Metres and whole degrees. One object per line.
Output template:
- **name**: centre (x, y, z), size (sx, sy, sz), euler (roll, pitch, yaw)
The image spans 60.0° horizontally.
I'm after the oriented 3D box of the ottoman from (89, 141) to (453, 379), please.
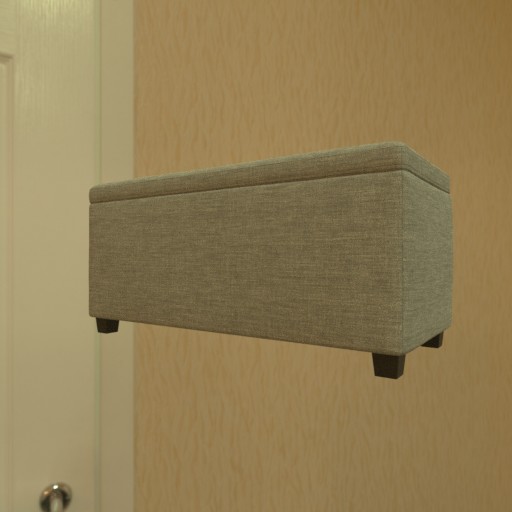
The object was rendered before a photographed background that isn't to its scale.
- **ottoman**: centre (0.000, 0.000, 1.158), size (0.902, 0.432, 0.419), euler (0, 0, 35)
